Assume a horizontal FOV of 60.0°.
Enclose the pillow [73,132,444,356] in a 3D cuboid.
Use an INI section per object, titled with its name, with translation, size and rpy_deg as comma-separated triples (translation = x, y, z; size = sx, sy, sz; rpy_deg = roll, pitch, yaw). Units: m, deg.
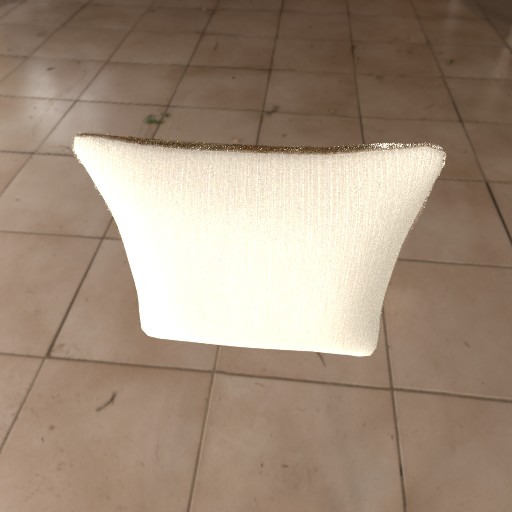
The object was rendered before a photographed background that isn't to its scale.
[pillow]
translation = 0.000, 0.000, 0.821
size = 0.538, 0.525, 0.216
rpy_deg = 3, 47, 3
